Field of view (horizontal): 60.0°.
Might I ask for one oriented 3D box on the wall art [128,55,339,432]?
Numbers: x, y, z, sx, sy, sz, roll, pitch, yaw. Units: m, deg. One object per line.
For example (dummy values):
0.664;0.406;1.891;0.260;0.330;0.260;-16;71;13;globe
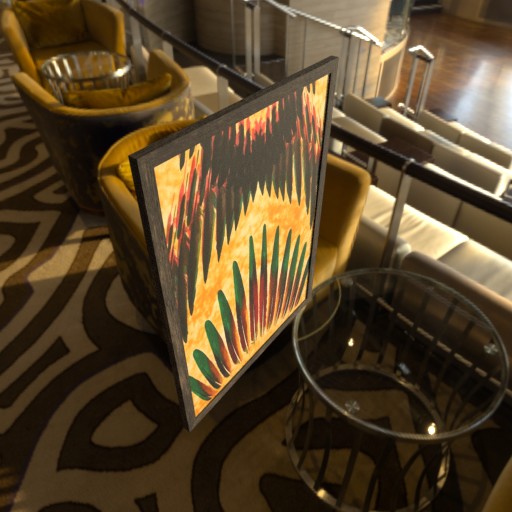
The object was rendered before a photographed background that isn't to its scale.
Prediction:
0.000;0.000;1.467;0.029;1.066;0.812;26;47;27;wall art
